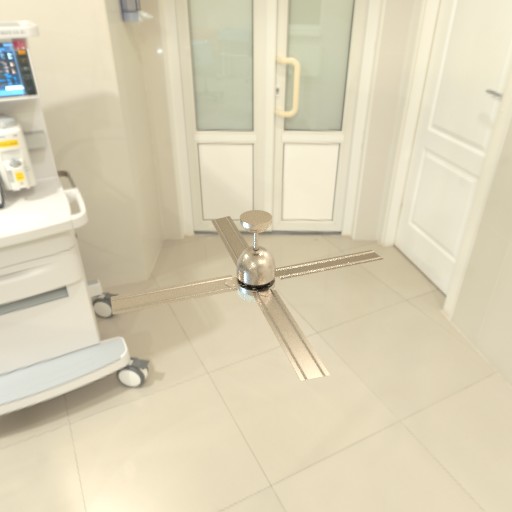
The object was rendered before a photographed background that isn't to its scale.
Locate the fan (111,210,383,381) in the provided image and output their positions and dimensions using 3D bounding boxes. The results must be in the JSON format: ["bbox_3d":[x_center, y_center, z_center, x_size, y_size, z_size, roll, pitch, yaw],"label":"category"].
[{"bbox_3d":[0.000,0.000,2.072,1.346,0.406,1.346,-11,33,-17],"label":"fan"}]
